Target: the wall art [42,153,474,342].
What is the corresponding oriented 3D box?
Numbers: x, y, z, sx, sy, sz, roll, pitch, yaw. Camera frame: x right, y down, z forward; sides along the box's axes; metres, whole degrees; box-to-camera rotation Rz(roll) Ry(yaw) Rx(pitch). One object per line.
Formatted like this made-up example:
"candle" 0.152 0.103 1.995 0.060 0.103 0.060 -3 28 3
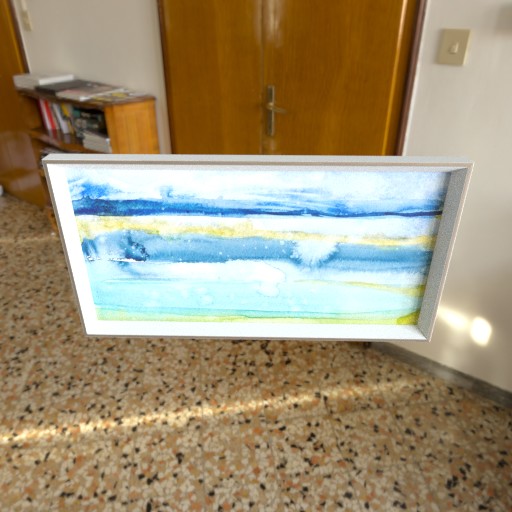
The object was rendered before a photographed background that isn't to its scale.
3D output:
"wall art" 0.000 0.000 0.954 0.812 0.431 0.038 1 29 1
